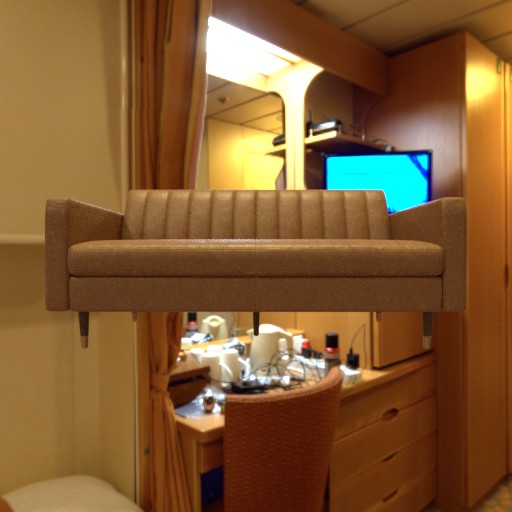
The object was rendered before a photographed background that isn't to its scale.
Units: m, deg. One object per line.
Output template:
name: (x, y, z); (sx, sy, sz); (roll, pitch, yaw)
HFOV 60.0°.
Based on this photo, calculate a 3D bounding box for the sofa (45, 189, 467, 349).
sofa: (0.000, 0.000, 2.355); (1.847, 0.821, 0.993); (0, 0, 0)
